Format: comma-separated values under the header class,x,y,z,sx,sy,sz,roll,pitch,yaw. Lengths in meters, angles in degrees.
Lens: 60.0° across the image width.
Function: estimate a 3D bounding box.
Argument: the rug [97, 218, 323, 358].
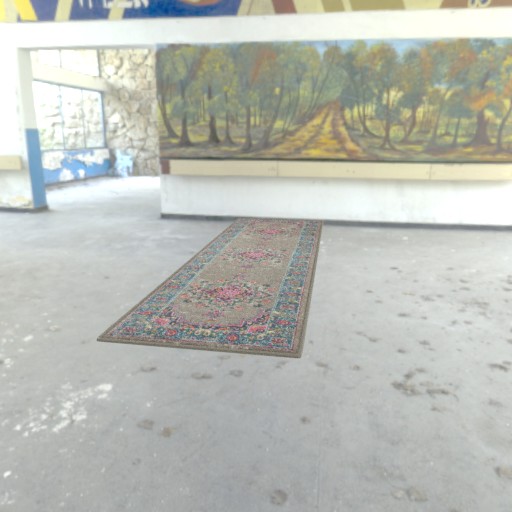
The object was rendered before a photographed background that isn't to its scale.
class,x,y,z,sx,sy,sz,roll,pitch,yaw
rug,0.000,0.000,2.009,0.553,0.012,1.827,3,16,10
